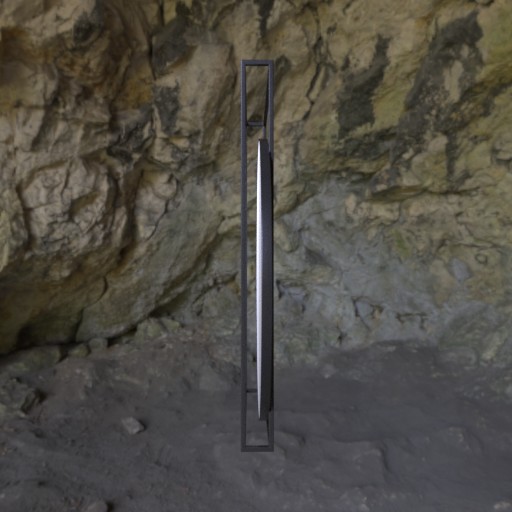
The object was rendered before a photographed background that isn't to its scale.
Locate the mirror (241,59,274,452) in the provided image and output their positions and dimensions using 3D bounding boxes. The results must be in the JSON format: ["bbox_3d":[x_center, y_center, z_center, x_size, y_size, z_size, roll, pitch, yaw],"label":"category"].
[{"bbox_3d":[0.000,0.000,0.839,0.051,0.603,0.508,0,-1,-1],"label":"mirror"}]
